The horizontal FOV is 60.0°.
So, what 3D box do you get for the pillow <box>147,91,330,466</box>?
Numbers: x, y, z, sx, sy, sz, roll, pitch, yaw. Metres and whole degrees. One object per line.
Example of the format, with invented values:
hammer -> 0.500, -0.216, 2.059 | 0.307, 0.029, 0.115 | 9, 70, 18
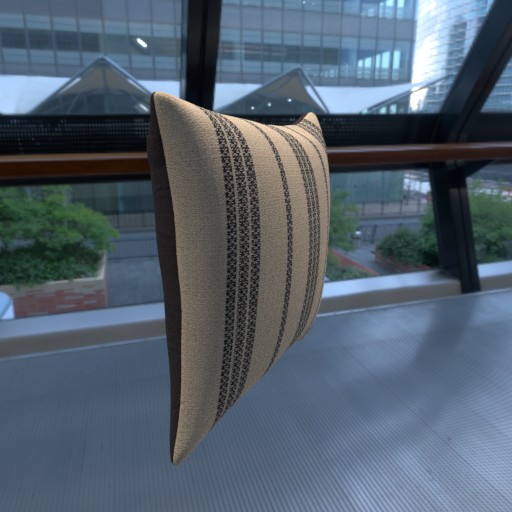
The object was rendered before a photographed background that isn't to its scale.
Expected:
pillow -> 0.000, 0.000, 0.626 | 0.173, 0.406, 0.405 | 8, 16, 27
